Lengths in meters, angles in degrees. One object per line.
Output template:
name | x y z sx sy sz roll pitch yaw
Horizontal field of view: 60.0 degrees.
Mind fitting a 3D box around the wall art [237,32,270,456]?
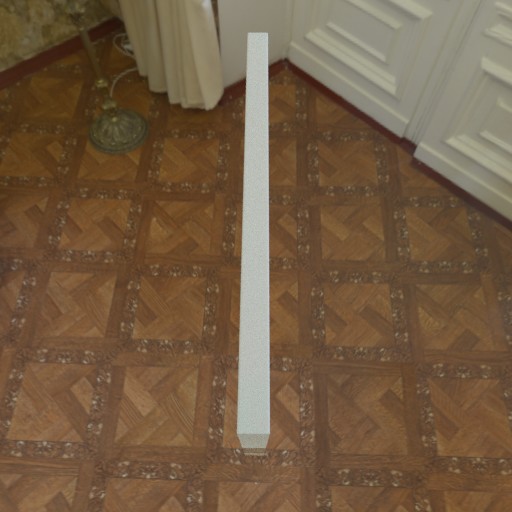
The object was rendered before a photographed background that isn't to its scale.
wall art | 0.000 0.000 1.146 0.050 0.610 0.914 0 63 0
